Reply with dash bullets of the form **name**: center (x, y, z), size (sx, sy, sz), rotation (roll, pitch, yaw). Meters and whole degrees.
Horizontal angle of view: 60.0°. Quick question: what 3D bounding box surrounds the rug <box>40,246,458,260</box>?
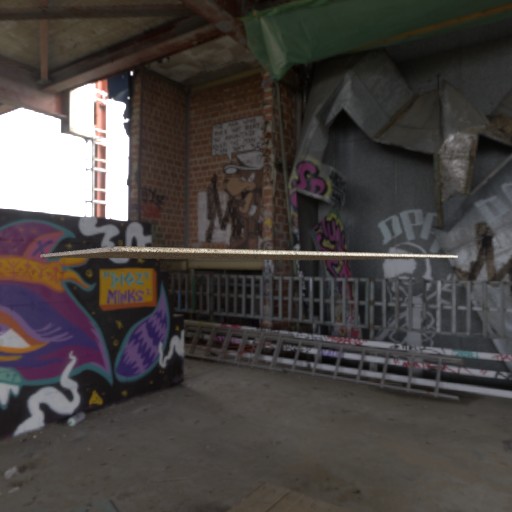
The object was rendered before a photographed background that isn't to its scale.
- **rug**: center (0.000, 0.000, 3.058), size (2.469, 0.024, 1.539), rotation (1, -2, -36)
